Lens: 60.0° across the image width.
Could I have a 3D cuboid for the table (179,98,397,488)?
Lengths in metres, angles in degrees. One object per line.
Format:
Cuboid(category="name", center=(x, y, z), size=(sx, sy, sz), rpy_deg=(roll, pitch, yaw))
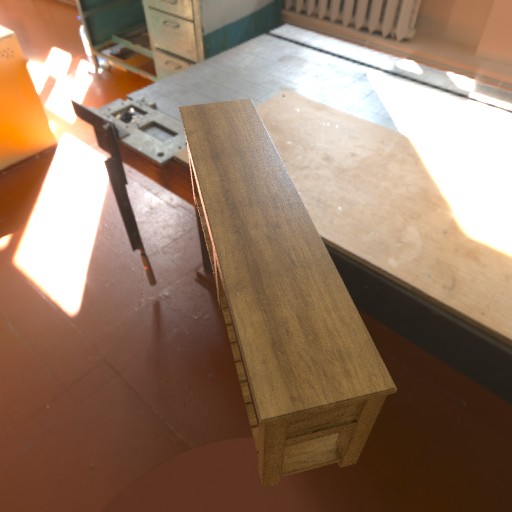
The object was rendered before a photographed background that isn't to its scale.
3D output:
Cuboid(category="table", center=(0.000, 0.000, 2.080), size=(0.425, 0.635, 1.815), rpy_deg=(-10, 47, -10))
